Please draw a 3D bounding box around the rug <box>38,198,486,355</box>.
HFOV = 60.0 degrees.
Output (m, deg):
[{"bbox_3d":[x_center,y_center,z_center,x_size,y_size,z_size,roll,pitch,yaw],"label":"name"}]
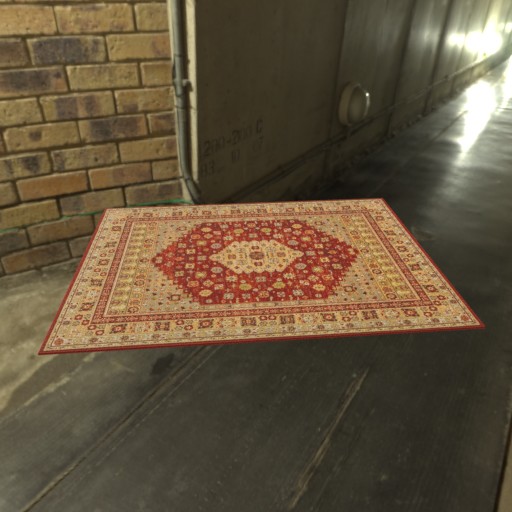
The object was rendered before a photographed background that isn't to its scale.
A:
[{"bbox_3d":[0.000,0.000,2.851,2.211,0.013,1.593,-3,32,-4],"label":"rug"}]
